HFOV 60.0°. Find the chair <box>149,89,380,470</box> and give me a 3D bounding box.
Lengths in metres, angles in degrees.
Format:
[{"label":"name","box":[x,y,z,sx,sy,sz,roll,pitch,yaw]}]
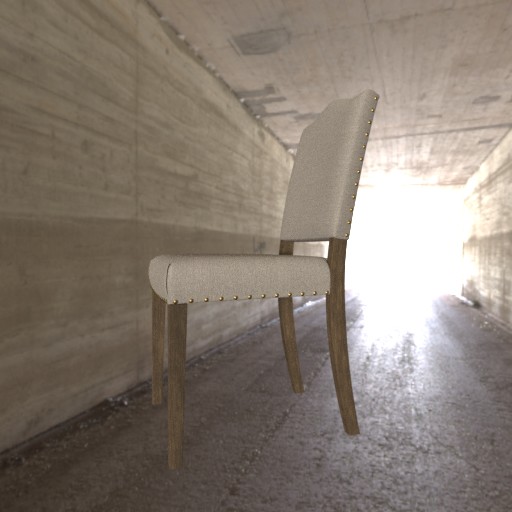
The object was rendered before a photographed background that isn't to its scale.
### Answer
[{"label":"chair","box":[0.000,0.000,1.386,0.620,1.020,0.508,0,1,-18]}]
